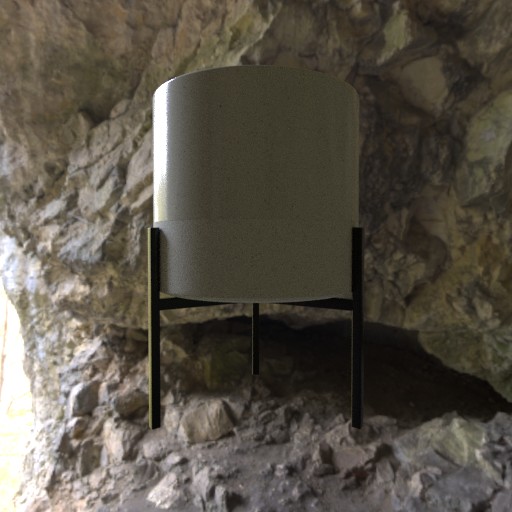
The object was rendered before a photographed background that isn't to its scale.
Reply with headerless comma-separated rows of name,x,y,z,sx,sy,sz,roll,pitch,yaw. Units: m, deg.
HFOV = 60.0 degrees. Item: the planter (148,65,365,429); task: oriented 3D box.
planter,0.000,0.000,0.342,0.152,0.230,0.159,0,2,0
